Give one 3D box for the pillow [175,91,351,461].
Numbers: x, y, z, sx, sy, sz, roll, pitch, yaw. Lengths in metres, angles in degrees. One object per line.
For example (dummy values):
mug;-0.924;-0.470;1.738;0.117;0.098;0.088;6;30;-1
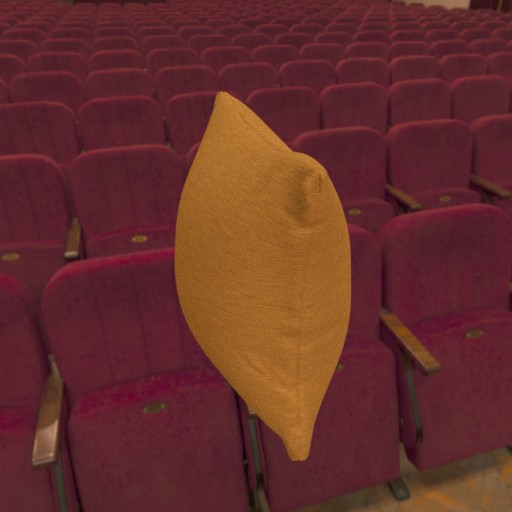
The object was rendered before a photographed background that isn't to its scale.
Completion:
pillow;0.000;0.000;0.680;0.247;0.417;0.435;-8;31;-14
